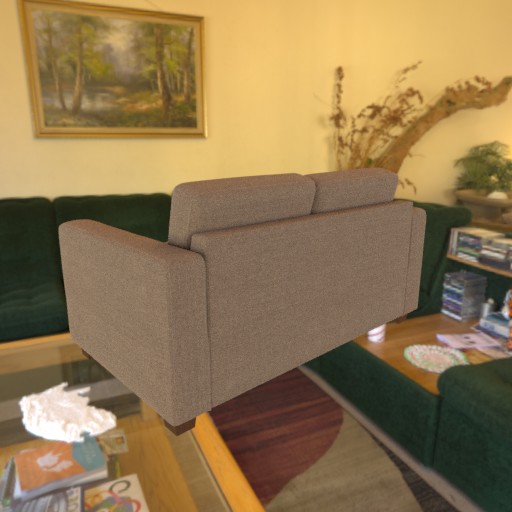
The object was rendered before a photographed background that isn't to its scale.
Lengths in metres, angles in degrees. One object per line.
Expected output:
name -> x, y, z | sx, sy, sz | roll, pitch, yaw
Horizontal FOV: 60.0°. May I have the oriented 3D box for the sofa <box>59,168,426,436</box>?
sofa -> 0.000, 0.000, 2.077 | 1.520, 0.800, 0.900 | -13, 19, -41
